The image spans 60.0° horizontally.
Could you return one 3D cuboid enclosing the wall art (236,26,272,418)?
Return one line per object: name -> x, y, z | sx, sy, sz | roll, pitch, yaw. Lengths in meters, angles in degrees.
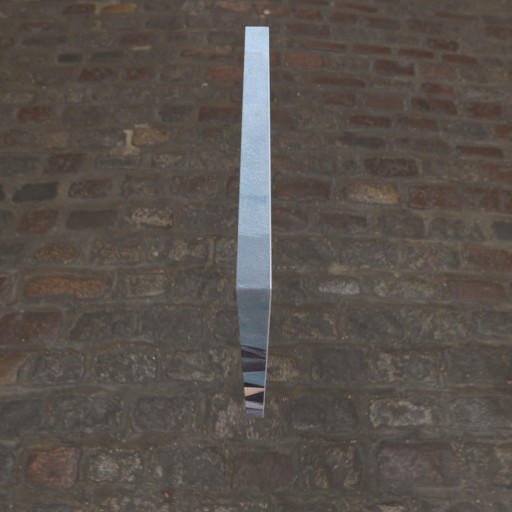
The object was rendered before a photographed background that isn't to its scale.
wall art -> 0.000, 0.000, 0.823 | 0.037, 0.613, 0.455 | 0, 58, 0
